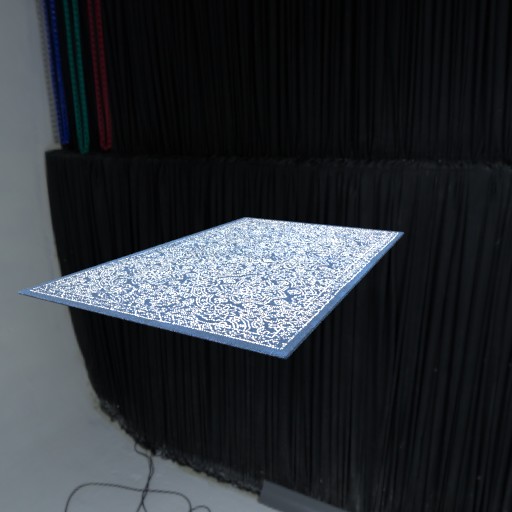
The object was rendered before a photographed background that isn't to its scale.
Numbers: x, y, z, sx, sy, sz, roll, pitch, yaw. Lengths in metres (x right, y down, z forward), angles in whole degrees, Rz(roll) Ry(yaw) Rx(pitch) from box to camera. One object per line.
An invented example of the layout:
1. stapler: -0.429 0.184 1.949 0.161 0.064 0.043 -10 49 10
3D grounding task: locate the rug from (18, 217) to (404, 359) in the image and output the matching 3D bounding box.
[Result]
1. rug: 0.000 0.000 3.009 1.526 0.015 2.441 8 17 27
